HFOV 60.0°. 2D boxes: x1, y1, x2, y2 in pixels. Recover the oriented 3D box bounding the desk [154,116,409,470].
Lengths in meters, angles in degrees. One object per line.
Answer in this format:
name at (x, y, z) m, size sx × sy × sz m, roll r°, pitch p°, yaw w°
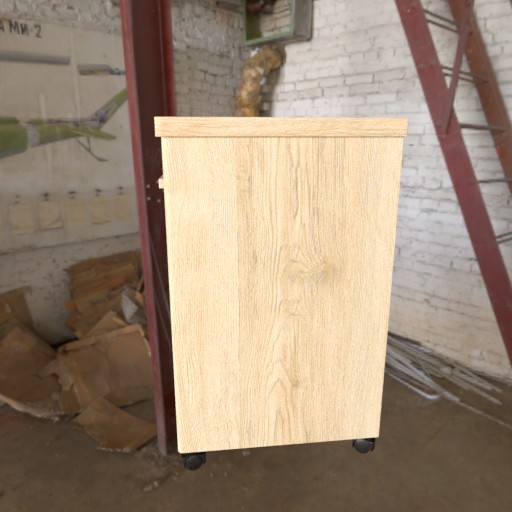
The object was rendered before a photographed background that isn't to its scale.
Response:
desk at (0.000, 0.000, 1.342) m, size 0.480 × 0.770 × 0.885 m, roll -2°, pitch 15°, yaw -7°
